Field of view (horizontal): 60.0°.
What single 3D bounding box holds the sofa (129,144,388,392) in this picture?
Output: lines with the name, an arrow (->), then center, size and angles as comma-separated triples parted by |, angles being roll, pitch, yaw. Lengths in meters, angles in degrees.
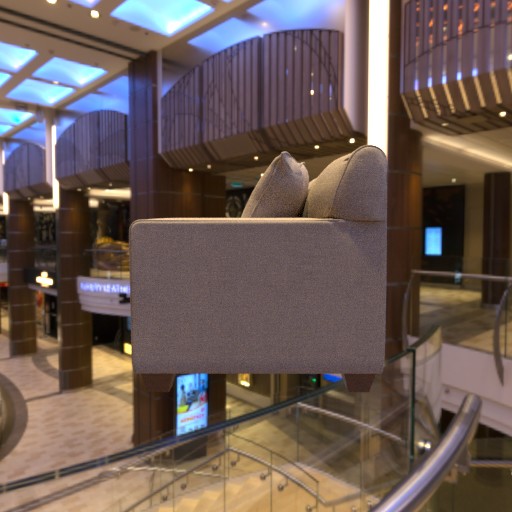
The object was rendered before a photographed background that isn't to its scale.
sofa -> 0.000, 0.000, 2.620 | 0.997, 0.958, 2.024 | 0, 3, 0
